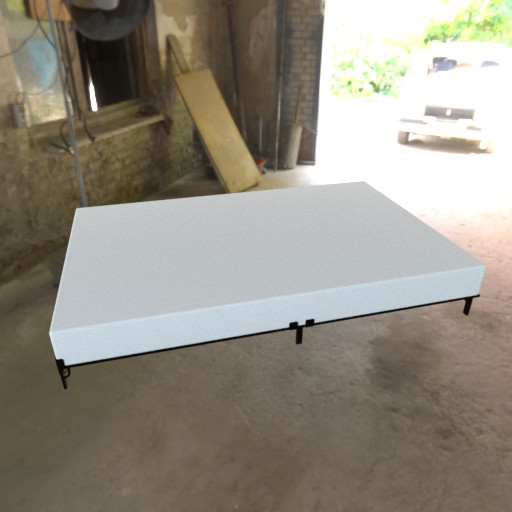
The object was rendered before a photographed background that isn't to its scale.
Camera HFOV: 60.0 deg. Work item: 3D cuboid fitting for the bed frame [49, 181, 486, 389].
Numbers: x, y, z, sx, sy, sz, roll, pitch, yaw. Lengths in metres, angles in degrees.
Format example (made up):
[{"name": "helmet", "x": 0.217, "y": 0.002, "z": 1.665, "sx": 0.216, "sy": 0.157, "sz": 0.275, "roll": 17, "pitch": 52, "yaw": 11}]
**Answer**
[{"name": "bed frame", "x": 0.000, "y": 0.000, "z": 3.791, "sx": 2.987, "sy": 0.440, "sz": 1.930, "roll": -7, "pitch": 30, "yaw": -13}]
